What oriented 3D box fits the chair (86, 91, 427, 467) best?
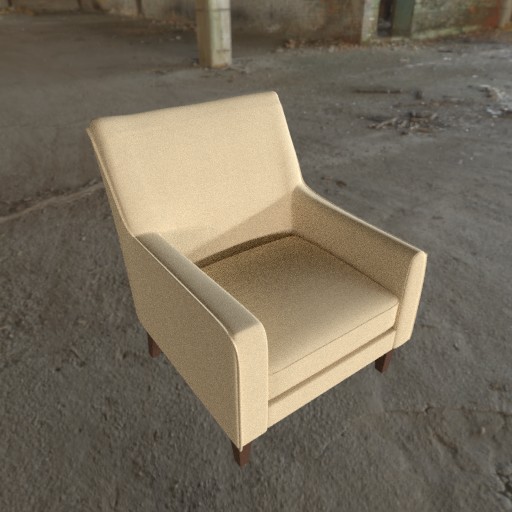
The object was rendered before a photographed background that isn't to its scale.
[{"bbox_3d":[0.000,0.000,1.593,0.780,0.919,0.899,-21,38,-30],"label":"chair"}]
